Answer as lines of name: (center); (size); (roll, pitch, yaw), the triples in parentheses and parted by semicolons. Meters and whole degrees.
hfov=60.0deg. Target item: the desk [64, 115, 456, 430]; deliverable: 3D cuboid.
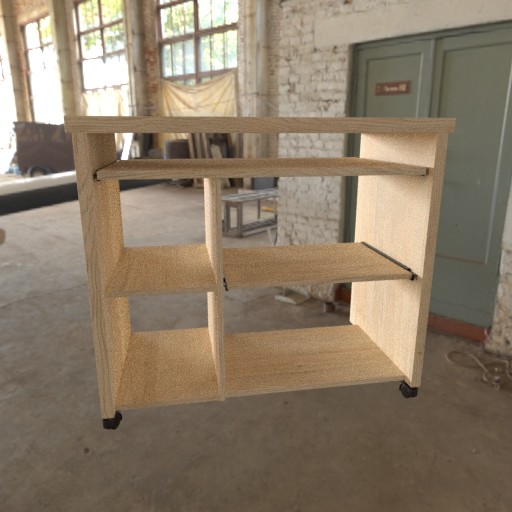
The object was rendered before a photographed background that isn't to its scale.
desk: (0.000, 0.000, 1.312); (0.885, 0.770, 0.480); (-3, 16, -9)
